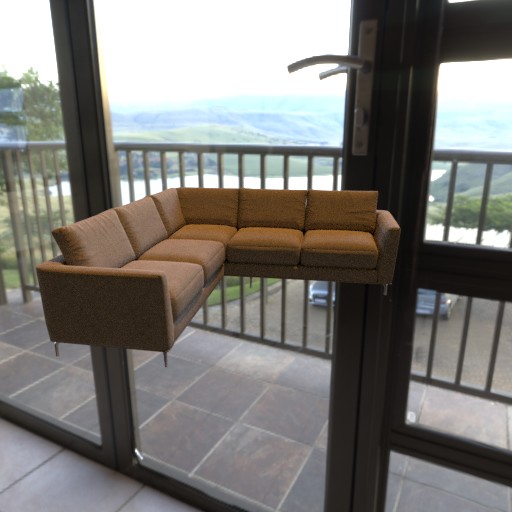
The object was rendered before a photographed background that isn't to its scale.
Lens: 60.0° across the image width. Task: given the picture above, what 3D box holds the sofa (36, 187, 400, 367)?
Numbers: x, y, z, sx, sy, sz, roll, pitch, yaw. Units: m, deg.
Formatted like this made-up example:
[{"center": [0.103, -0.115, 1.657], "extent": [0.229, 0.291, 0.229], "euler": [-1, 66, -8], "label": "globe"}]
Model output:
[{"center": [0.000, 0.000, 3.741], "extent": [2.438, 0.864, 2.438], "euler": [3, 16, 9], "label": "sofa"}]
